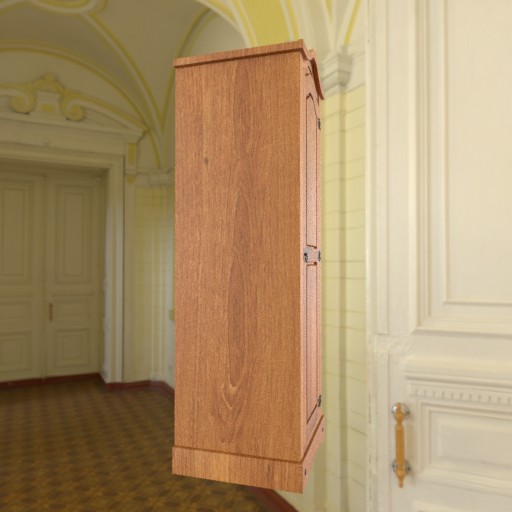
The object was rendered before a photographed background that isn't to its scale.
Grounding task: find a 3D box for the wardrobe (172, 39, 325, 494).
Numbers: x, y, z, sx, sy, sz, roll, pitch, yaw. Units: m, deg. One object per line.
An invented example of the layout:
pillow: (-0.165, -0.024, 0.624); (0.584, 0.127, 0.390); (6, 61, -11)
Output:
wardrobe: (0.000, 0.000, 2.108); (0.570, 1.870, 0.590); (0, -1, 17)
